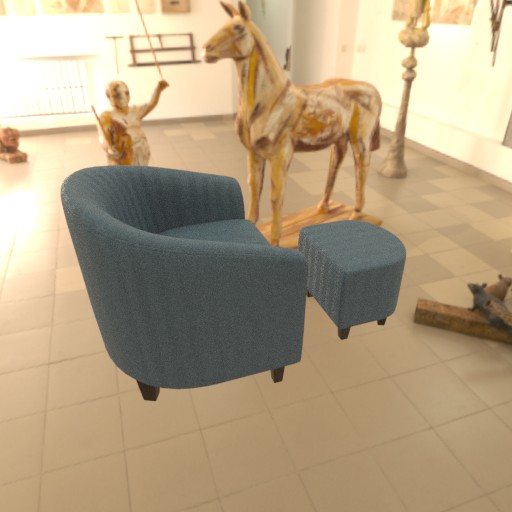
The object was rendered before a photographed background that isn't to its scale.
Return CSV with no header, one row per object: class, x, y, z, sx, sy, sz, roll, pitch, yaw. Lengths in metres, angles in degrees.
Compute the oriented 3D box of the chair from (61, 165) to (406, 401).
chair,0.000,0.000,1.736,1.288,0.757,0.756,-10,32,-17
